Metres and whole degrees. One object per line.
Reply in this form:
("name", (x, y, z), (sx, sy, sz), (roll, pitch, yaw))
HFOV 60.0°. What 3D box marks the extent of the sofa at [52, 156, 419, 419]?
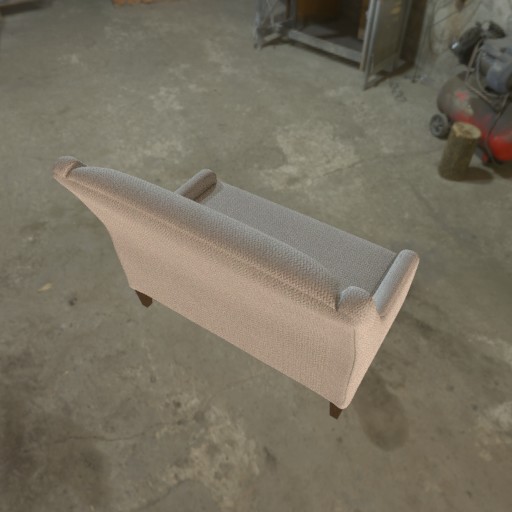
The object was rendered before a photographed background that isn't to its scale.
("sofa", (0.000, 0.000, 1.957), (1.242, 1.022, 0.870), (25, 51, 22))
